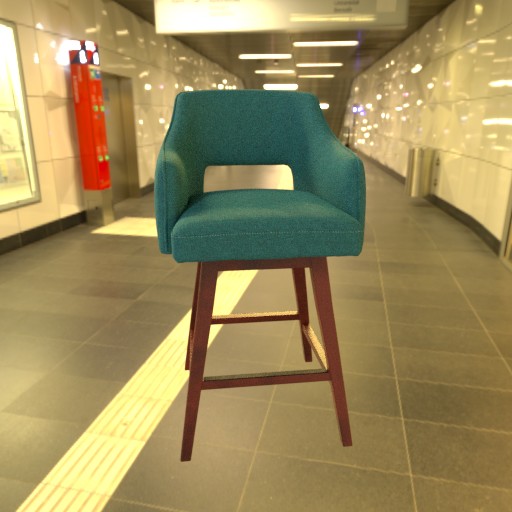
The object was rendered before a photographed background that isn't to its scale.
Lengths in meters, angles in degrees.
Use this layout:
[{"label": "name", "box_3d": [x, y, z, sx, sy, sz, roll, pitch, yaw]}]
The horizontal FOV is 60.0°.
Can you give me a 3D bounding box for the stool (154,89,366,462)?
[{"label": "stool", "box_3d": [0.000, 0.000, 1.319, 0.548, 0.961, 0.556, -2, 17, -7]}]
